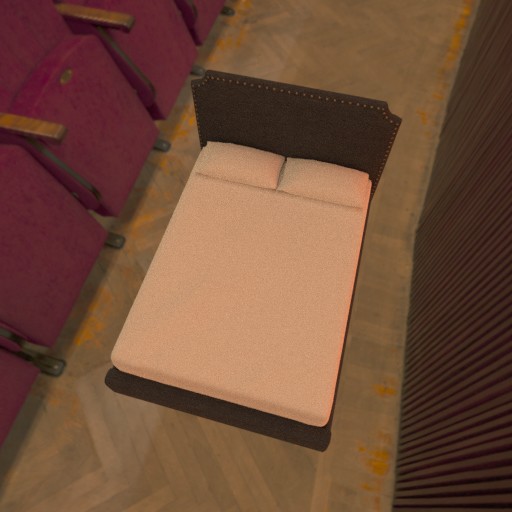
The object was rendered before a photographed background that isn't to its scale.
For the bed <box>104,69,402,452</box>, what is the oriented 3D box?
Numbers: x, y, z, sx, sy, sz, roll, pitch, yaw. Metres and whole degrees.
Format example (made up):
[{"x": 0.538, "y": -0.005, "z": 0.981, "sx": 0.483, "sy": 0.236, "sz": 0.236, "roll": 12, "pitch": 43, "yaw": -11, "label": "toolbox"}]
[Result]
[{"x": 0.000, "y": 0.000, "z": 3.482, "sx": 1.713, "sy": 1.443, "sz": 2.372, "roll": 13, "pitch": 61, "yaw": 7, "label": "bed"}]
